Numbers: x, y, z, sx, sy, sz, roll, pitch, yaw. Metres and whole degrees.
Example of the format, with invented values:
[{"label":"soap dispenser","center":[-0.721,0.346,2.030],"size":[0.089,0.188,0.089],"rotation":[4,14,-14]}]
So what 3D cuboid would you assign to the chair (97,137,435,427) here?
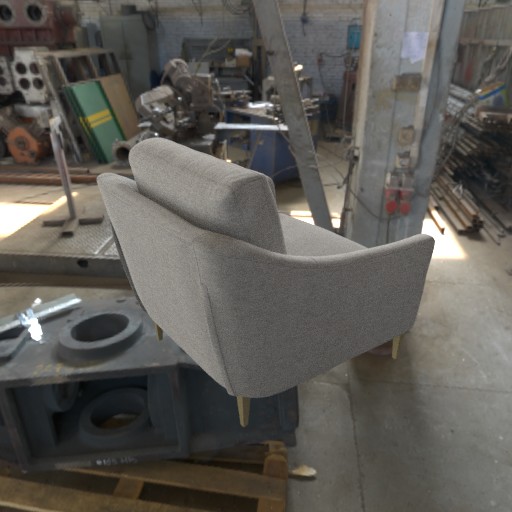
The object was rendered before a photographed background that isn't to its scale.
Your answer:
[{"label":"chair","center":[0.000,0.000,1.764],"size":[0.961,0.902,0.986],"rotation":[-20,33,-34]}]
